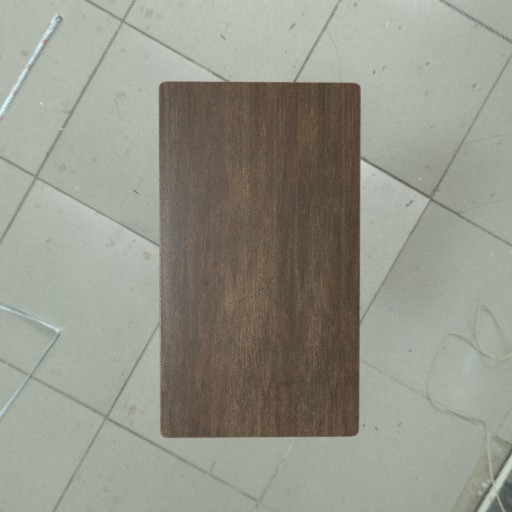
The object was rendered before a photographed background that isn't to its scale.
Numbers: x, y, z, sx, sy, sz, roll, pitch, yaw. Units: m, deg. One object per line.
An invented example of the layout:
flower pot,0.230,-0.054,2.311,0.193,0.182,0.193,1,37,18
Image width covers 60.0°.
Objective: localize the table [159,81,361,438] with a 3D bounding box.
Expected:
table,0.000,0.000,0.879,0.254,0.637,0.450,0,91,-1
